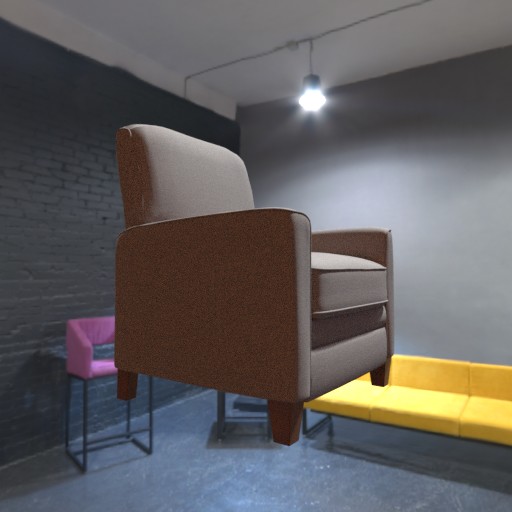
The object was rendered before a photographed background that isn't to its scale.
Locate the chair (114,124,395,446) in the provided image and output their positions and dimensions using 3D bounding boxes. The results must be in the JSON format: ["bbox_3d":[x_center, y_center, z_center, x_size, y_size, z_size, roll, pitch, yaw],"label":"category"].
[{"bbox_3d":[0.000,0.000,1.695,0.859,1.023,0.845,-1,-2,36],"label":"chair"}]
